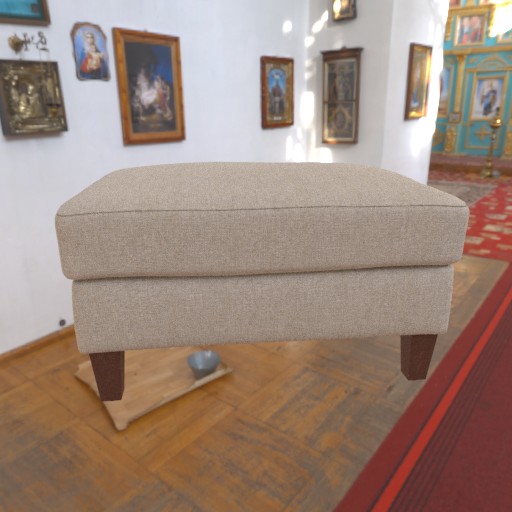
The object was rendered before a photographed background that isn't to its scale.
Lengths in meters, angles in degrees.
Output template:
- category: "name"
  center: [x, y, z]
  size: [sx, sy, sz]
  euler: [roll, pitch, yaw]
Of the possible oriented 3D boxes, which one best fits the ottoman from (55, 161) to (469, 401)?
- category: "ottoman"
  center: [0.000, 0.000, 1.283]
  size: [0.898, 0.519, 0.677]
  euler: [-2, 18, -6]
